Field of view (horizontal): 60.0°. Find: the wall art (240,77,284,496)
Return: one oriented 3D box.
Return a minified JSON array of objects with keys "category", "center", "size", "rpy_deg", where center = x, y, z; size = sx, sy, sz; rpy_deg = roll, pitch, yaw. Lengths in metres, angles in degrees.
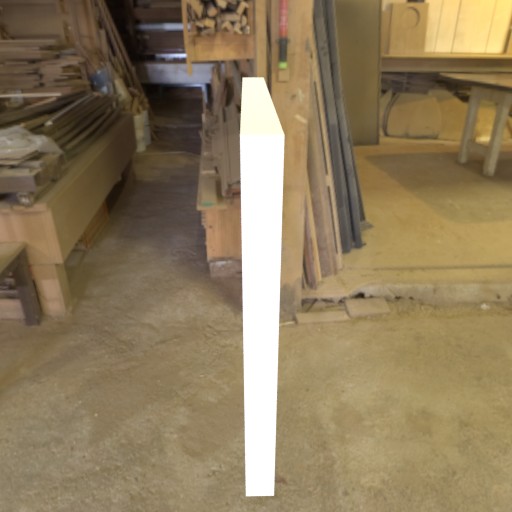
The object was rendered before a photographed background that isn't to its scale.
[{"category":"wall art","center":[0.000,0.000,0.742],"size":[0.040,0.509,0.509],"rpy_deg":[-1,27,-1]}]
